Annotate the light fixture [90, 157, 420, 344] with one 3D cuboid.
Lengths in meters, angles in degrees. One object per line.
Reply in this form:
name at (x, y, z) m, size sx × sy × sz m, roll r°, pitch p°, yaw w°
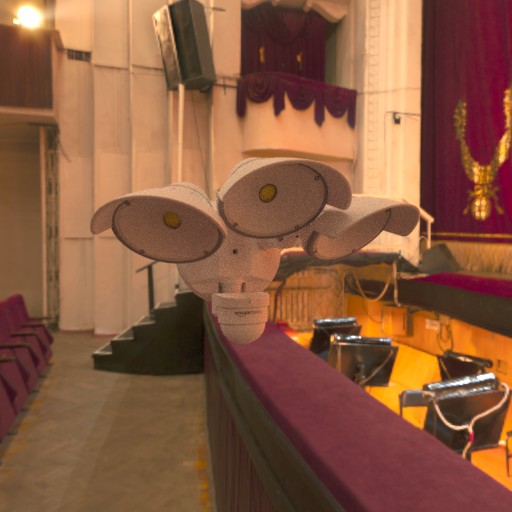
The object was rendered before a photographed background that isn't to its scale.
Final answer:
light fixture at (0.000, 0.000, 0.533) m, size 0.369 × 0.237 × 0.278 m, roll 0°, pitch 1°, yaw -17°
